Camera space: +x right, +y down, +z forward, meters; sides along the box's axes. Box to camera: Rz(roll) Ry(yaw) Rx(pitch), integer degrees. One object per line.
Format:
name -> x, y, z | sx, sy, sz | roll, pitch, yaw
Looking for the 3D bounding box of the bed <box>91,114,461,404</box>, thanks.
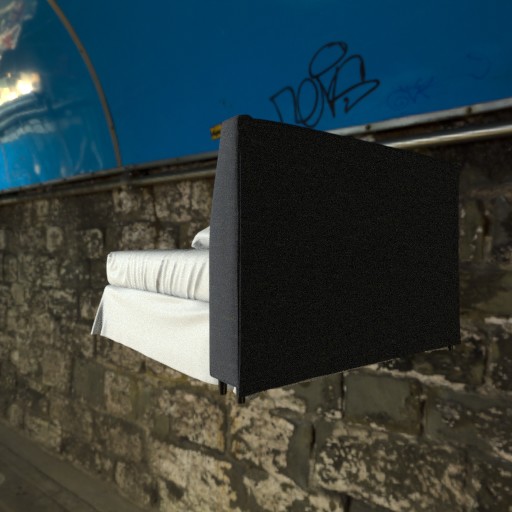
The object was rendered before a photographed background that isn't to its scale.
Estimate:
bed -> 0.000, 0.000, 3.436 | 1.925, 1.332, 2.276 | 0, 1, -37
